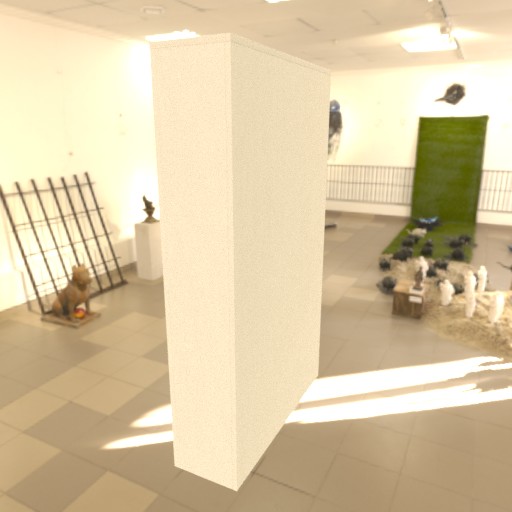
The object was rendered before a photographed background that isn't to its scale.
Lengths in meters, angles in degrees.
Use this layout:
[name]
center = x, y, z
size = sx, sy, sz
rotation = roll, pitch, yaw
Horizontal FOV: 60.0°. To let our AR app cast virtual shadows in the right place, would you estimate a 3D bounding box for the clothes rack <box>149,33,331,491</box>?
[clothes rack]
center = 0.000, 0.000, 1.561
size = 0.250, 1.280, 0.750
rotation = 8, 18, 26
